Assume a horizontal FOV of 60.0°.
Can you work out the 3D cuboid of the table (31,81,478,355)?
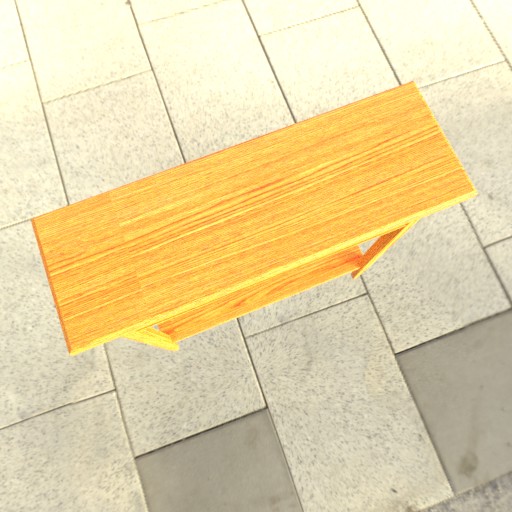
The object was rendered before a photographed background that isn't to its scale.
[{"bbox_3d":[0.000,0.000,1.130,0.762,0.711,0.254,-21,76,-5],"label":"table"}]
